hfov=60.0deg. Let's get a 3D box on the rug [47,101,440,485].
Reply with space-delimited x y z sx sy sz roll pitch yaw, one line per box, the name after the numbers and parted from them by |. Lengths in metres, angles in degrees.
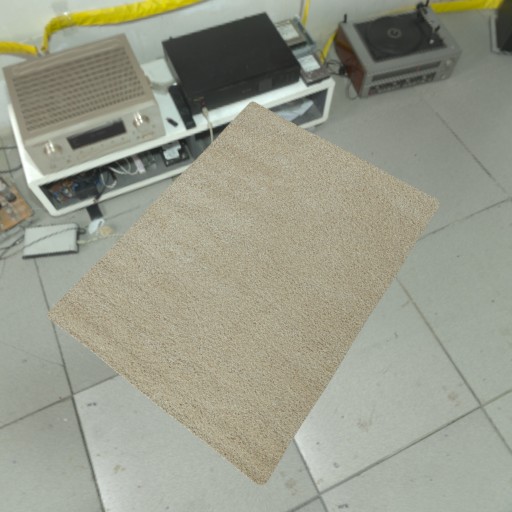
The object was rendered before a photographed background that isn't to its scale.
0.000 0.000 2.142 1.199 0.025 1.600 33 68 15 | rug
